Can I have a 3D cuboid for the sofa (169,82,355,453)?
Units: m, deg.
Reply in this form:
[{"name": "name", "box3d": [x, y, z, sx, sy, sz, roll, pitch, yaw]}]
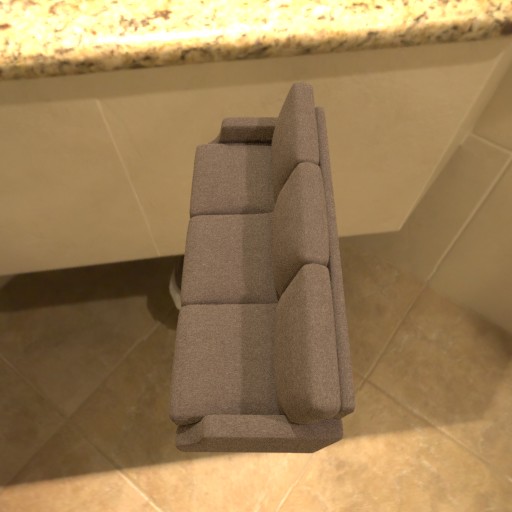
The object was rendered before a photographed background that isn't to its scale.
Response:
[{"name": "sofa", "box3d": [0.000, 0.000, 2.678, 0.888, 0.984, 2.115, 0, 59, 0]}]
